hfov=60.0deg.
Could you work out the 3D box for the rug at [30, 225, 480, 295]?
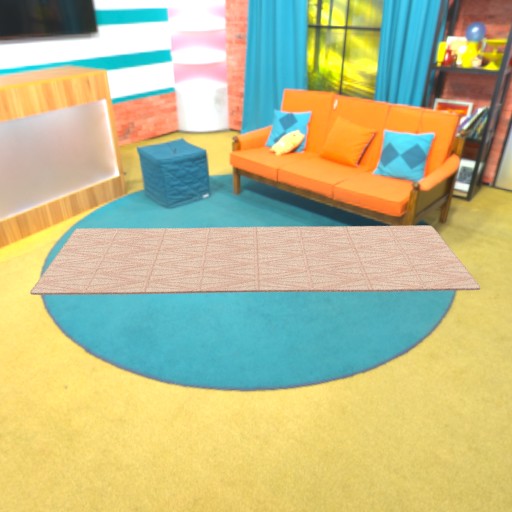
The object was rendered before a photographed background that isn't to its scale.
[{"bbox_3d":[0.000,0.000,2.699,2.435,0.015,0.760,-1,31,-1],"label":"rug"}]
